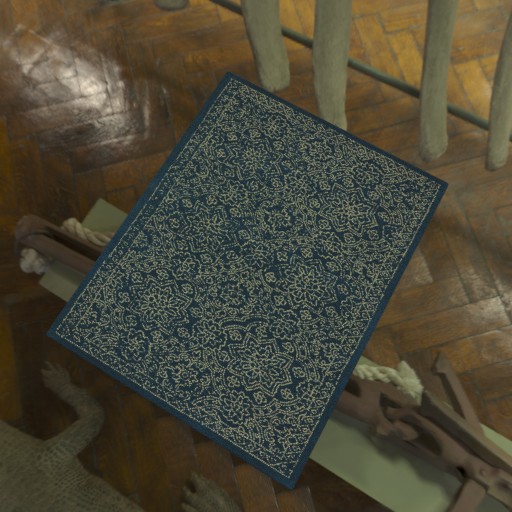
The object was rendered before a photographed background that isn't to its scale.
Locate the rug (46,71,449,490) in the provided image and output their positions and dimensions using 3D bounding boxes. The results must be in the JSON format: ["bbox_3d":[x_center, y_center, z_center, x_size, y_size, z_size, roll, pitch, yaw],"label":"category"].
[{"bbox_3d":[0.000,0.000,4.003,2.438,0.010,3.048,29,78,7],"label":"rug"}]
